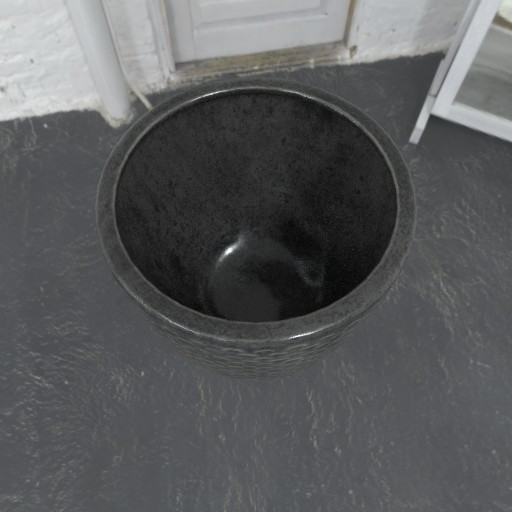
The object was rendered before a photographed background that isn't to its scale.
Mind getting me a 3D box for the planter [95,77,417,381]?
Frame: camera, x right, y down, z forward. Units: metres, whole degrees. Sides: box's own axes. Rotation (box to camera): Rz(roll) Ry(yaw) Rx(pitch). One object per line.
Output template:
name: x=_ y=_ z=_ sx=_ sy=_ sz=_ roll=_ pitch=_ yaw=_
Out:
planter: x=0.000 y=0.000 z=0.248 sx=0.140 sy=0.129 sz=0.140 roll=0 pitch=63 yaw=0
